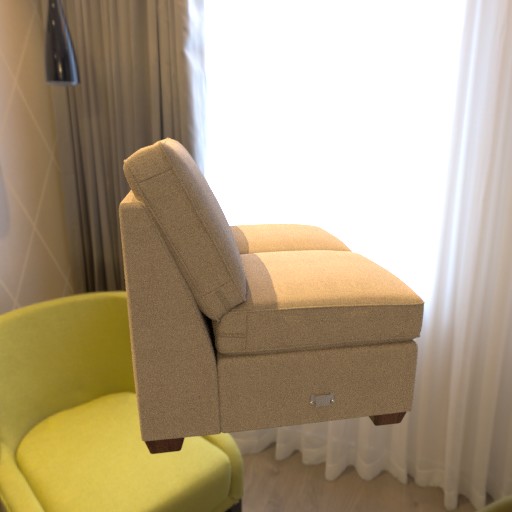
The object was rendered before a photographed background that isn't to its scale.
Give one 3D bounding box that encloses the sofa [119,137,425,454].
[{"bbox_3d":[0.000,0.000,1.962,0.978,1.006,1.232,-3,16,-9],"label":"sofa"}]
